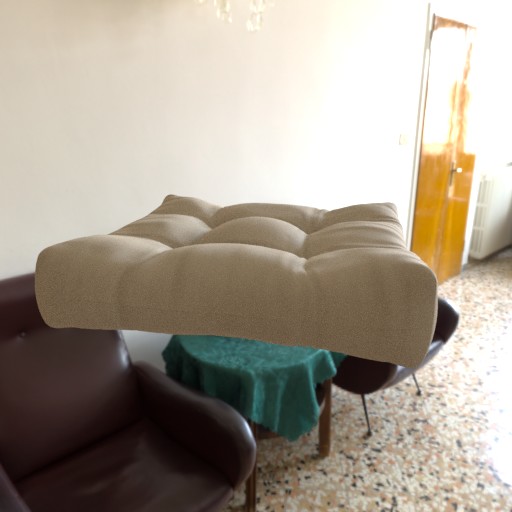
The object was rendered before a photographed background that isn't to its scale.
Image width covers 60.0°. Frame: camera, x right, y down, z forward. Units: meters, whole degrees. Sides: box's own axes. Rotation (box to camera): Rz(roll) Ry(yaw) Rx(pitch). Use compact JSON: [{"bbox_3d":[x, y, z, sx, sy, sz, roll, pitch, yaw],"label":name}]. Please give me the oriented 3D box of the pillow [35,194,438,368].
[{"bbox_3d":[0.000,0.000,0.717,0.490,0.128,0.468,3,17,11],"label":"pillow"}]
